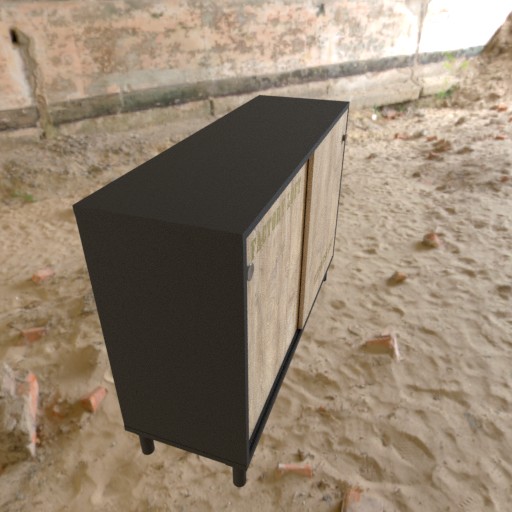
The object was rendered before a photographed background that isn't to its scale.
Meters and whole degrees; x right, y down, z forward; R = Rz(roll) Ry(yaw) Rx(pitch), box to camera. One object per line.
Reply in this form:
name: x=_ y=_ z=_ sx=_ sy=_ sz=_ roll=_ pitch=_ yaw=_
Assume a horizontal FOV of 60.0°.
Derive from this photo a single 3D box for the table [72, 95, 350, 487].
table: x=0.000 y=0.000 z=1.588 sx=0.400 sy=0.855 sz=1.200 roll=11 pitch=33 yaw=17
